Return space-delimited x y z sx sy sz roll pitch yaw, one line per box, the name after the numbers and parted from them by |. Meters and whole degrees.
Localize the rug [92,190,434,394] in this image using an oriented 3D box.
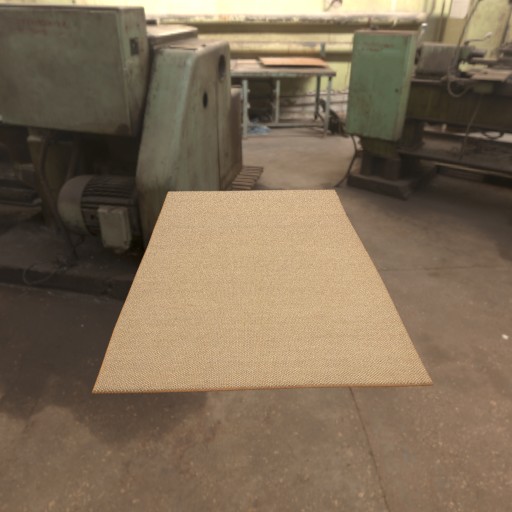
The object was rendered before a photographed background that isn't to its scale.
0.000 0.000 2.103 1.078 0.013 1.678 -1 30 -2 | rug
